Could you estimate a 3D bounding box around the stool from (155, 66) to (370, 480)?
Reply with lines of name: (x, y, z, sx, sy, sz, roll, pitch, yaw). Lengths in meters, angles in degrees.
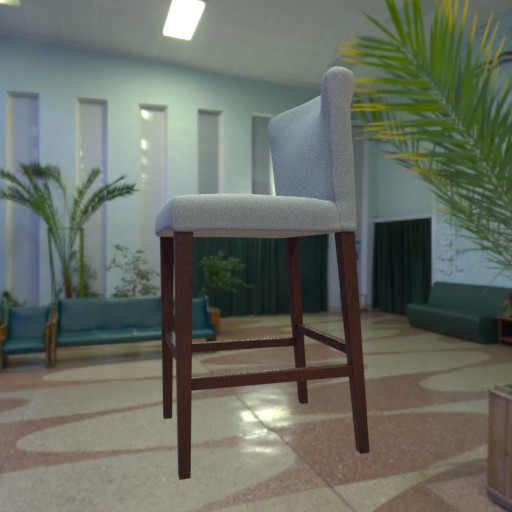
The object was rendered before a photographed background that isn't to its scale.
stool: (0.000, 0.000, 1.337, 0.568, 1.069, 0.479, 0, 0, -17)
